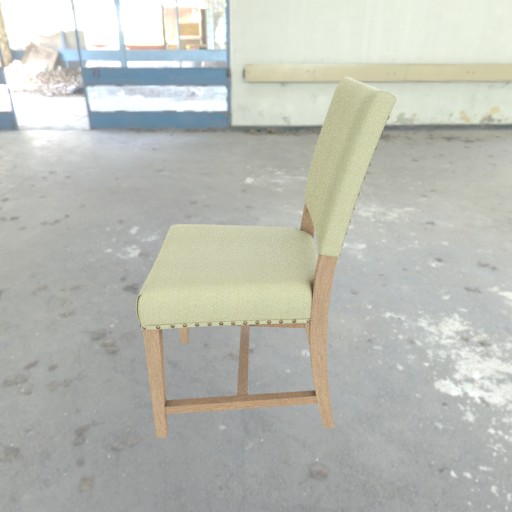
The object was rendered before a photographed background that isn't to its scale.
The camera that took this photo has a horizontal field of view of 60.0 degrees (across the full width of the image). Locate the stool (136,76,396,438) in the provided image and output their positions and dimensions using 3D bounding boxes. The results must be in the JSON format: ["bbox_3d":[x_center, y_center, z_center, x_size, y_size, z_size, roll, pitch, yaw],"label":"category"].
[{"bbox_3d":[0.000,0.000,1.349,0.623,0.986,0.508,0,26,0],"label":"stool"}]
